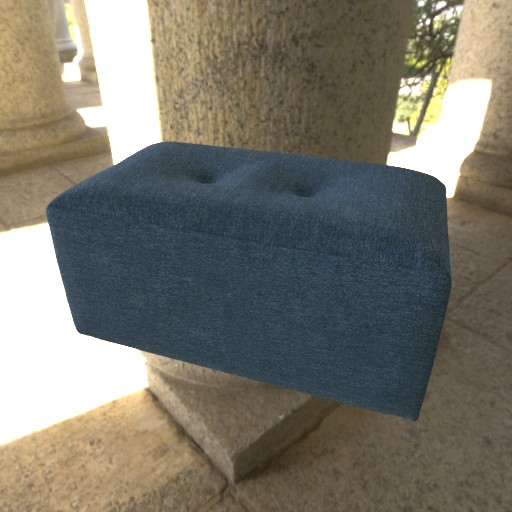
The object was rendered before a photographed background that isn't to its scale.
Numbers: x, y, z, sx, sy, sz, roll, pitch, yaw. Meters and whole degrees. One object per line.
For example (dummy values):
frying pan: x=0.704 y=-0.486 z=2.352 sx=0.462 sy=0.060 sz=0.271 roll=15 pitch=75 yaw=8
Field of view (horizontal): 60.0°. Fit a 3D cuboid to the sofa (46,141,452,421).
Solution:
sofa: x=0.000 y=0.000 z=1.197 sx=0.930 sy=0.470 sz=0.480 roll=10 pitch=32 yaw=16
